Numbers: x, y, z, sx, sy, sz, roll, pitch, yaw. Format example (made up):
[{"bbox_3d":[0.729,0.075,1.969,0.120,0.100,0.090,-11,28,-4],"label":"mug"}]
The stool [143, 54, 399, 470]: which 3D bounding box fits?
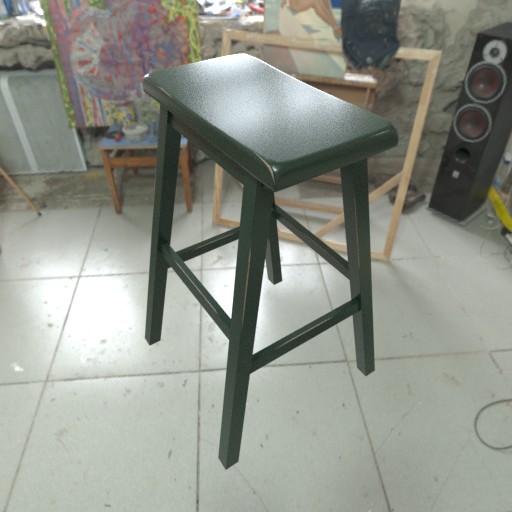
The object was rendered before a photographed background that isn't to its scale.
[{"bbox_3d":[0.000,0.000,1.013,0.476,0.737,0.457,-24,46,-25],"label":"stool"}]
